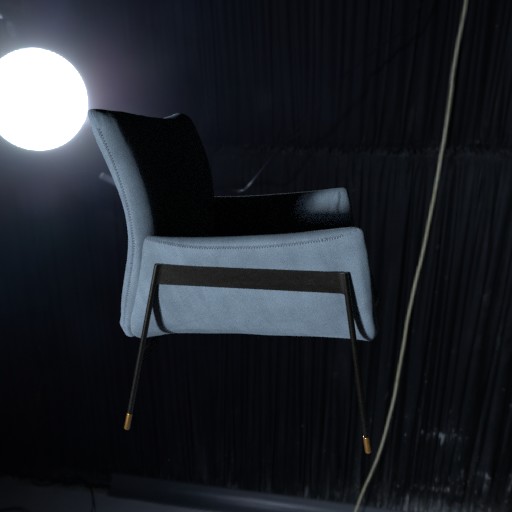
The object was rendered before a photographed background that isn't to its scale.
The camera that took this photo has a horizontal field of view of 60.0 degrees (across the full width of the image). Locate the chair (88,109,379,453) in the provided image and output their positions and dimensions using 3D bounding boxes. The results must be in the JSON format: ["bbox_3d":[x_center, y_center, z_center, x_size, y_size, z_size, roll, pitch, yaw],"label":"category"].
[{"bbox_3d":[0.000,0.000,1.380,0.709,0.858,0.678,2,17,8],"label":"chair"}]
